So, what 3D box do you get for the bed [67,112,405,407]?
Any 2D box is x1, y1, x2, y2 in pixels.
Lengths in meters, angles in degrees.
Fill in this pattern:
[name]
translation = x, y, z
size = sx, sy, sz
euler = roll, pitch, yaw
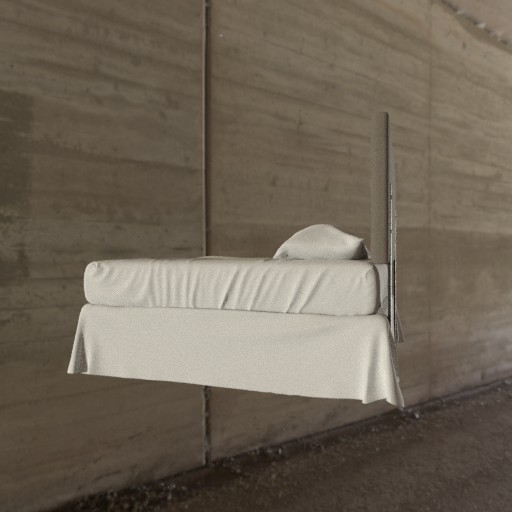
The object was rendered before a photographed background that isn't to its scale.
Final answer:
[bed]
translation = 0.000, 0.000, 3.482
size = 2.222, 1.577, 1.936
euler = 0, 0, 18
